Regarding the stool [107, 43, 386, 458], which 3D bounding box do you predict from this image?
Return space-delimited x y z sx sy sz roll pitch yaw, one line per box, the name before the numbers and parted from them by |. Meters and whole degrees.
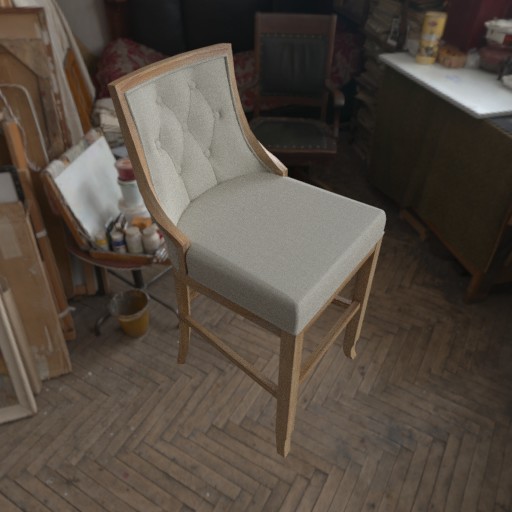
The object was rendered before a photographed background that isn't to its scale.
stool | 0.000 0.000 1.422 0.626 1.101 0.524 26 47 27
